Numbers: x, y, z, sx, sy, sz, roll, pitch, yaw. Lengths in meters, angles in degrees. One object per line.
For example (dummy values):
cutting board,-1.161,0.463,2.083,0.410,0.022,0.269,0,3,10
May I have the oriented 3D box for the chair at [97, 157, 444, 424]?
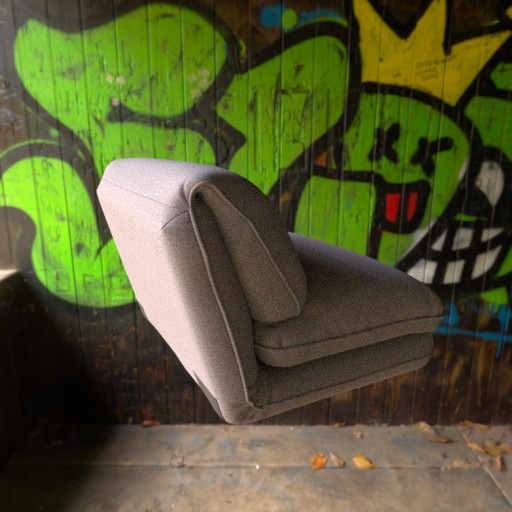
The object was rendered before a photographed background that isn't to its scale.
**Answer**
chair,0.000,0.000,1.343,0.780,0.580,0.820,-8,16,-27
